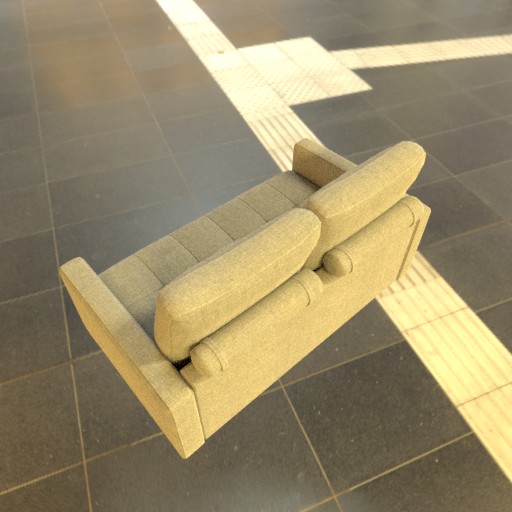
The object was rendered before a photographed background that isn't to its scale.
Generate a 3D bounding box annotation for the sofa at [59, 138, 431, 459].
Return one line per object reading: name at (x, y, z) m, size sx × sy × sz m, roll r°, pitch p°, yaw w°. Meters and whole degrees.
sofa at (0.000, 0.000, 1.932) m, size 1.407 × 0.907 × 0.842 m, roll -33°, pitch 55°, yaw -27°
